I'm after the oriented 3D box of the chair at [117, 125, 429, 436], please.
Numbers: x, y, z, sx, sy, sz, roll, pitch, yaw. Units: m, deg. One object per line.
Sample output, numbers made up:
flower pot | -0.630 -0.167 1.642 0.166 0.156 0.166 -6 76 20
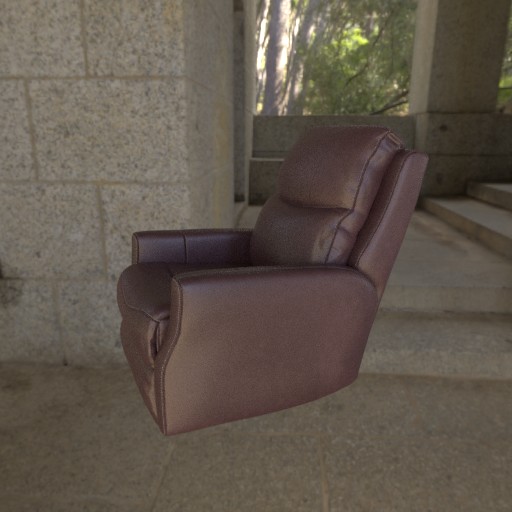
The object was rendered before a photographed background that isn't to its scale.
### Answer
chair | 0.000 0.000 1.813 1.080 1.030 0.829 -7 17 -24
